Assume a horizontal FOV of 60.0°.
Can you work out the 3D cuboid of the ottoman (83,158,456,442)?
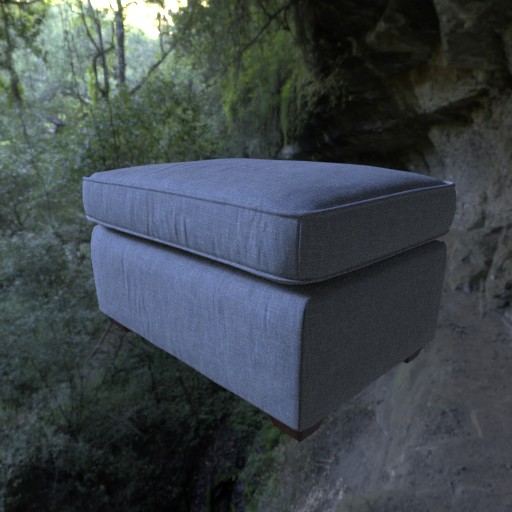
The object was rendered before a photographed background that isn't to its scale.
[{"bbox_3d":[0.000,0.000,1.093,0.559,0.457,0.762,-15,22,-42],"label":"ottoman"}]
